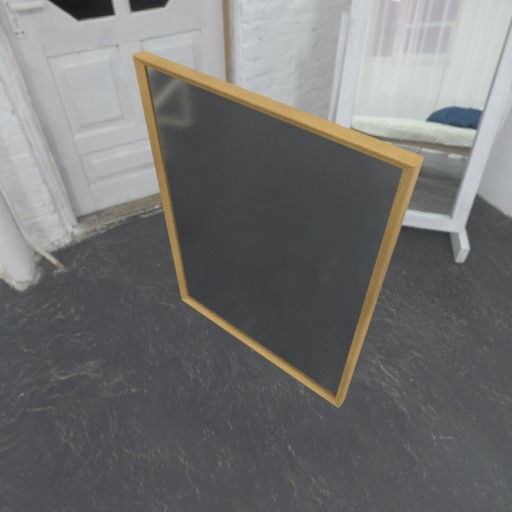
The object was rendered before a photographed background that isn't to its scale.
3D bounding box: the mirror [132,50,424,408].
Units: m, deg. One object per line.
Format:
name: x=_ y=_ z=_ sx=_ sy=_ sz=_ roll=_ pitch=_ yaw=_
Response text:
mirror: x=0.000 y=0.000 z=1.338 sx=0.762 sy=1.016 sz=0.041 roll=30 pitch=54 yaw=25
